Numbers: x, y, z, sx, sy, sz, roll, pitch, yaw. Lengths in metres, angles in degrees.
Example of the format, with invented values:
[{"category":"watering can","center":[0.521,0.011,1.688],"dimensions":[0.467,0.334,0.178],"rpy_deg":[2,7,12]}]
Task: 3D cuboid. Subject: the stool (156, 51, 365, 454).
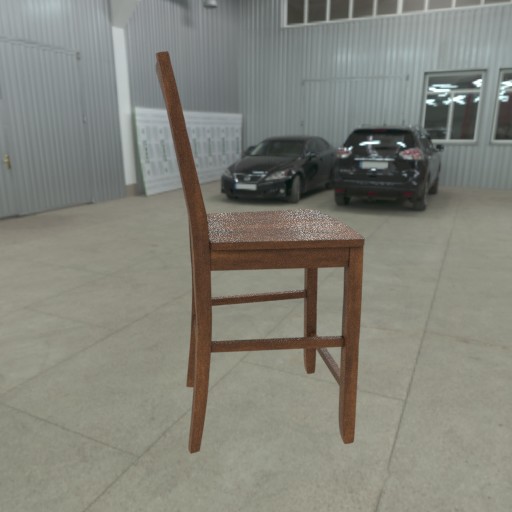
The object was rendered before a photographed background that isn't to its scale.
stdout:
[{"category":"stool","center":[0.000,0.000,1.364],"dimensions":[0.539,1.079,0.462],"rpy_deg":[-3,16,-9]}]
